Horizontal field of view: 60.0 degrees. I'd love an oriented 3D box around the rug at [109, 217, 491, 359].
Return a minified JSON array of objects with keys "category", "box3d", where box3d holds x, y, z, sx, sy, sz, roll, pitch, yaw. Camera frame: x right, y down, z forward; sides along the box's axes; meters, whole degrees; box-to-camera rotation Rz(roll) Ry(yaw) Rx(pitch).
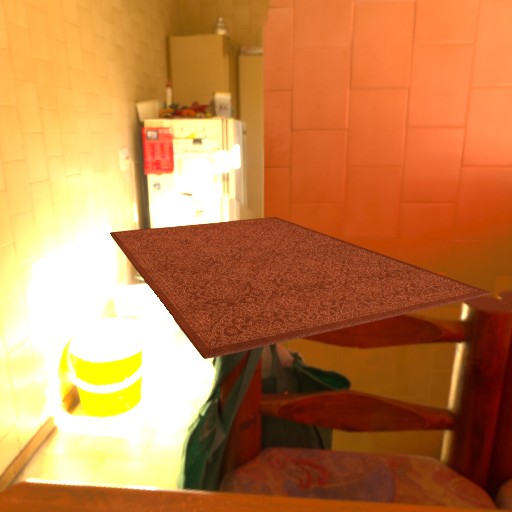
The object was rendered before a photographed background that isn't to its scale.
[{"category":"rug","box3d":[0.000,0.000,2.311,1.219,0.010,1.829,-7,17,-25]}]
